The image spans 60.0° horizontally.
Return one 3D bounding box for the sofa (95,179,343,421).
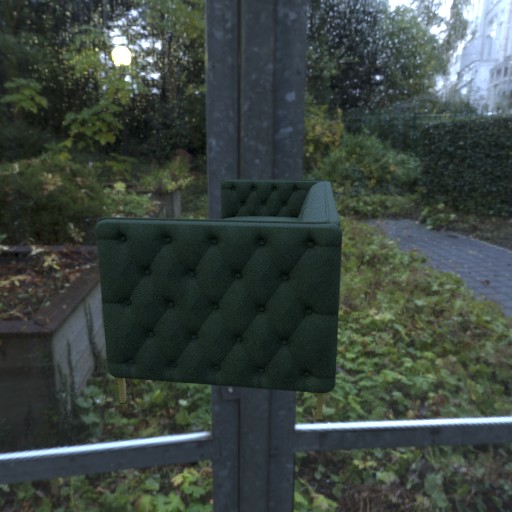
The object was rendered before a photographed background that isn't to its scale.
[{"bbox_3d":[0.000,0.000,2.649,0.895,0.771,2.209,2,14,8],"label":"sofa"}]
